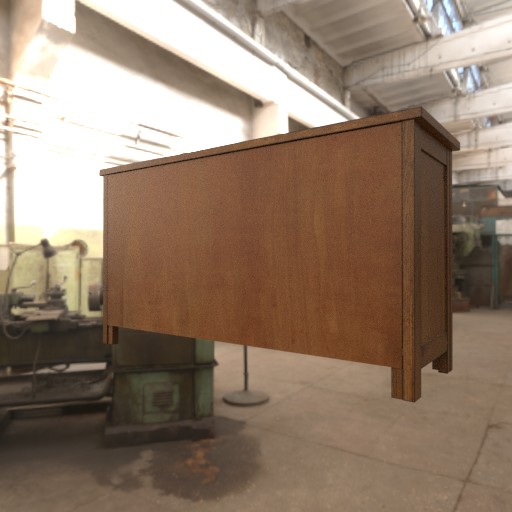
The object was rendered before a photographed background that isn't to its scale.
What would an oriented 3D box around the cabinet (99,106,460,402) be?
[{"bbox_3d":[0.000,0.000,1.835,1.474,0.813,0.480,0,0,36],"label":"cabinet"}]
